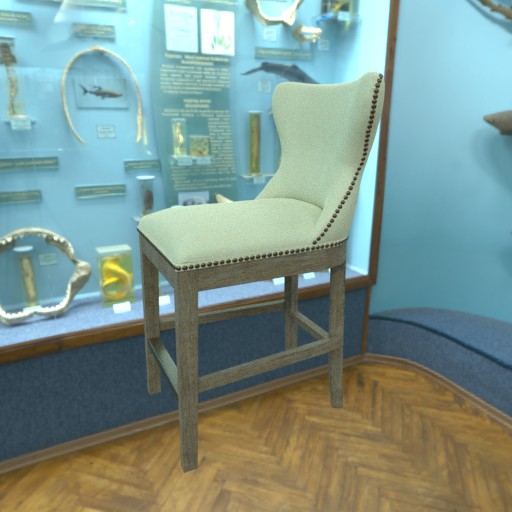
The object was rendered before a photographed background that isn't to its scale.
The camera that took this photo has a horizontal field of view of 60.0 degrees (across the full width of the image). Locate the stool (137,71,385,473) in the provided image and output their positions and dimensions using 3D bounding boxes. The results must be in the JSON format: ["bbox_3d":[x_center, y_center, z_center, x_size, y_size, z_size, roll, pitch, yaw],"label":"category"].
[{"bbox_3d":[0.000,0.000,1.291,0.608,0.981,0.498,-8,19,-25],"label":"stool"}]
